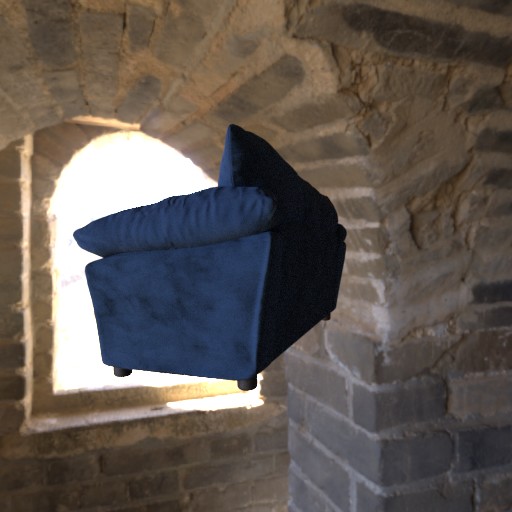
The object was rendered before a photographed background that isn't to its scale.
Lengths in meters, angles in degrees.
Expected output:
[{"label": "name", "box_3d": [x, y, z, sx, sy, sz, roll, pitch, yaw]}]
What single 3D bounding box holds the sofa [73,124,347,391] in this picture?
[{"label": "sofa", "box_3d": [0.000, 0.000, 2.828, 0.907, 1.091, 2.390, 0, 1, 19]}]
